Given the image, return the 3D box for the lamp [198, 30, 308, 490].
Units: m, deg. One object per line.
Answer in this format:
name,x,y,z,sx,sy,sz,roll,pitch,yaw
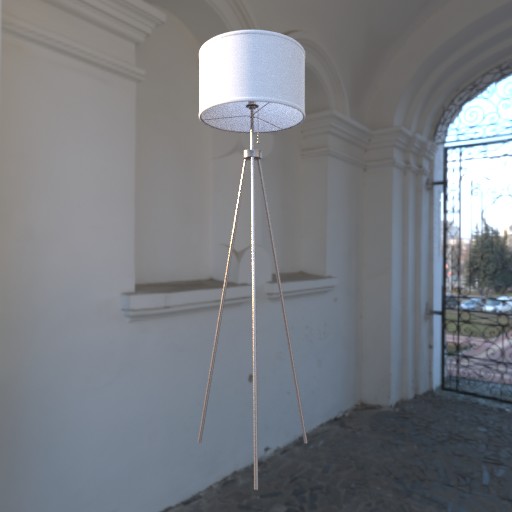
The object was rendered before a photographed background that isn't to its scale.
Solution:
lamp,0.000,0.000,1.736,0.458,1.545,0.448,0,0,-36
